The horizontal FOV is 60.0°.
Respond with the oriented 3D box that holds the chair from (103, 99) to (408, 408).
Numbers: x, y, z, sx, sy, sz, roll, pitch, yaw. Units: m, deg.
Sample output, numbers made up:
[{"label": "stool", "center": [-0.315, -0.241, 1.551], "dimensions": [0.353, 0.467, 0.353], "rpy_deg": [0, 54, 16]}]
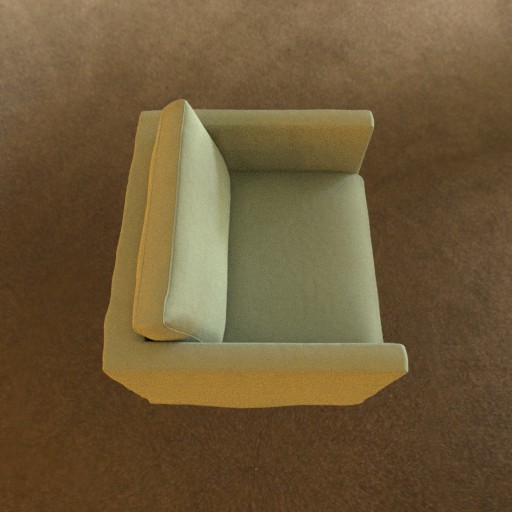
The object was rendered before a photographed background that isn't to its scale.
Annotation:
[{"label": "chair", "center": [0.000, 0.000, 1.769], "dimensions": [0.949, 0.863, 1.057], "rpy_deg": [0, 64, 0]}]
